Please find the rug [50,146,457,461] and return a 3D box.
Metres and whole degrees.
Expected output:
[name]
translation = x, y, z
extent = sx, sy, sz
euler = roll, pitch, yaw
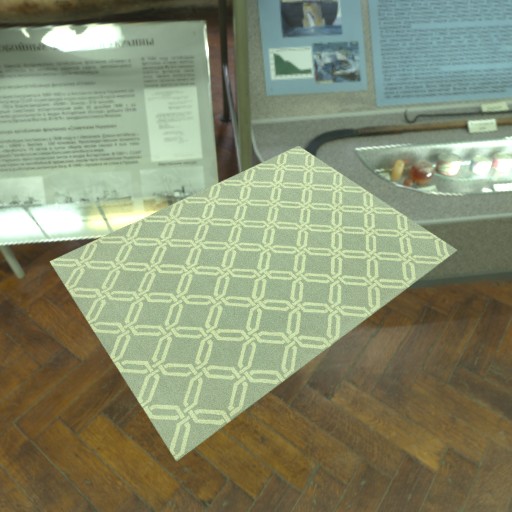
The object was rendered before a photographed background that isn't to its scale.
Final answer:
[rug]
translation = 0.000, 0.000, 4.507
extent = 3.353, 0.013, 2.438
euler = -30, 54, -25
